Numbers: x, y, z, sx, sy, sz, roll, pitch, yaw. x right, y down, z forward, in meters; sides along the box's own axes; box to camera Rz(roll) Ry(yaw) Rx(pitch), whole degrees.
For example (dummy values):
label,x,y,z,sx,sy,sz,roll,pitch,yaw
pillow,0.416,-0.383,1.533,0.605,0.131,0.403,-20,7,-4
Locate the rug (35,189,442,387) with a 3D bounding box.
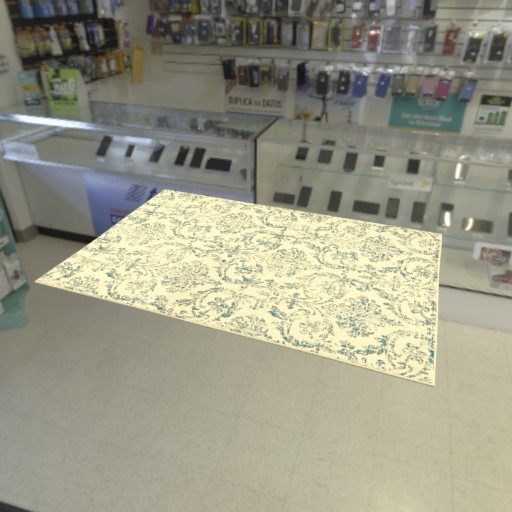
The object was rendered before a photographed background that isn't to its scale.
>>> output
label,x,y,z,sx,sy,sz,roll,pitch,yaw
rug,0.000,0.000,3.520,2.746,0.018,1.819,11,33,18
